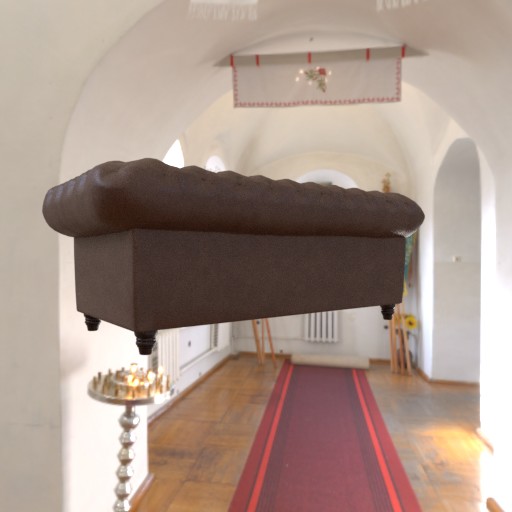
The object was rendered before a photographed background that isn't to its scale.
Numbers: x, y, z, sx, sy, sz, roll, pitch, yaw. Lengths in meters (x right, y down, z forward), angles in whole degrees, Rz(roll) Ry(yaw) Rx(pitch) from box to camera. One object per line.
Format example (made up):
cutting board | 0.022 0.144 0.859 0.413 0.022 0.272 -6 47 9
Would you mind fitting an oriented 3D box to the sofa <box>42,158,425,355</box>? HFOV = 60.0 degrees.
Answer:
sofa | 0.000 0.000 2.496 2.048 0.784 0.955 0 0 -37
